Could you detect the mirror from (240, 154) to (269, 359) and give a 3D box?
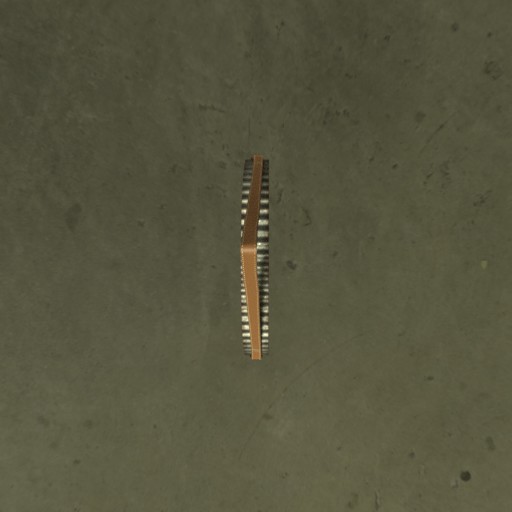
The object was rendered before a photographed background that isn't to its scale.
[{"bbox_3d":[0.000,0.000,0.717,0.042,0.568,0.355,0,89,2],"label":"mirror"}]
